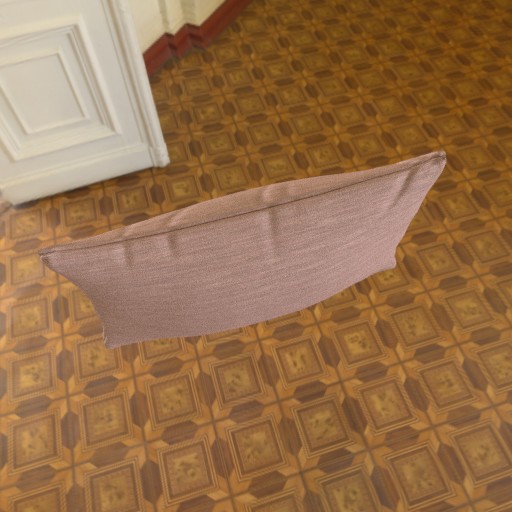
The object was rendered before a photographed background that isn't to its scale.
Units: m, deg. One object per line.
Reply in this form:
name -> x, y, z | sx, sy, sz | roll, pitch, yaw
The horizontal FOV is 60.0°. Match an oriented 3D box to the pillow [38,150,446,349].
pillow -> 0.000, 0.000, 0.795 | 0.633, 0.338, 0.210 | -15, 59, -9
